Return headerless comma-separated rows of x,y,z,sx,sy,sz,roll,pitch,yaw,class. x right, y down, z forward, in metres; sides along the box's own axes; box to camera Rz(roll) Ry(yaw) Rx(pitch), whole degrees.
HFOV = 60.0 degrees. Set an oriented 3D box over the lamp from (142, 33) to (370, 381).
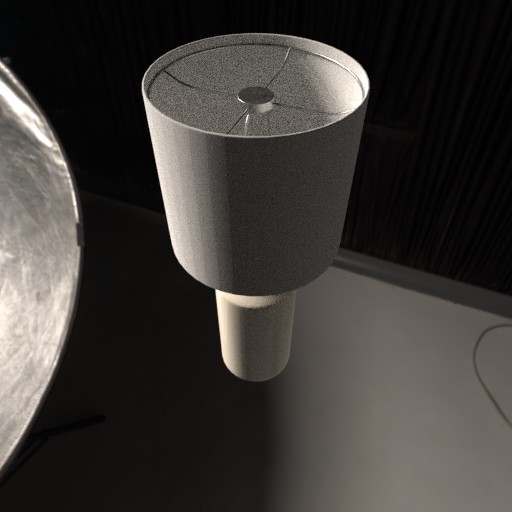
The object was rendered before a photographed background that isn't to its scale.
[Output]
0.000,0.000,0.596,0.212,0.493,0.212,17,49,15,lamp
